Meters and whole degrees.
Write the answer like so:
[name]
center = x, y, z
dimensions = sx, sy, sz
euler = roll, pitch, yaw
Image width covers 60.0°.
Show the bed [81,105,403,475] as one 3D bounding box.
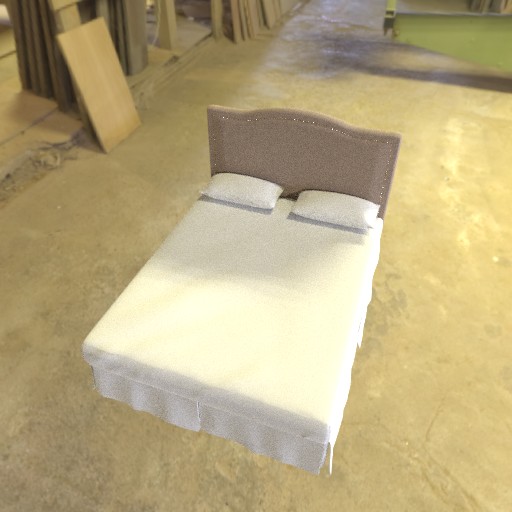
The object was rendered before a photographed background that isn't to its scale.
[bed]
center = 0.000, 0.000, 3.399
dimensions = 1.821, 1.436, 2.282
euler = 13, 43, 15
